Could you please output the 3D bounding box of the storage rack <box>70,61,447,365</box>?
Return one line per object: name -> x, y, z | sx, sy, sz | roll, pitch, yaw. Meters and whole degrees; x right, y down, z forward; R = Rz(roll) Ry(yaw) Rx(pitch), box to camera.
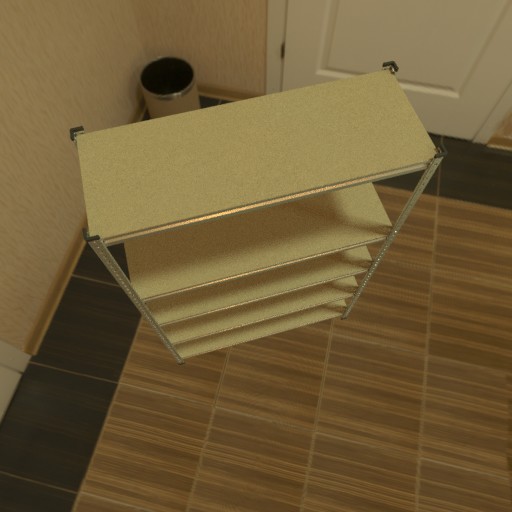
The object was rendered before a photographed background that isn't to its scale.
storage rack -> 0.000, 0.000, 2.339 | 1.219, 1.829, 0.457 | -14, 65, -7
